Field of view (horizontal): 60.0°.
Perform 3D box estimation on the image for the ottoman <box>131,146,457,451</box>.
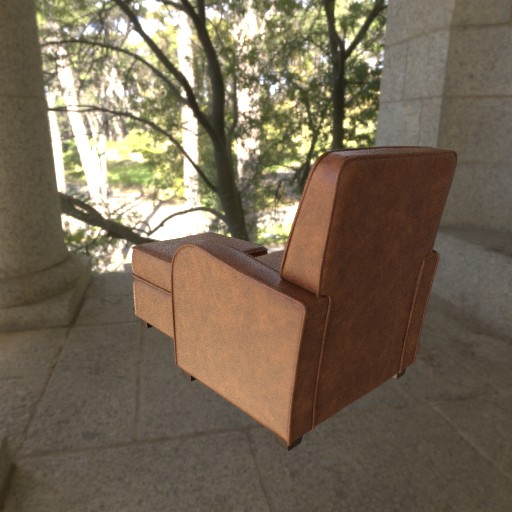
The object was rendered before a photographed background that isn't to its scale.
[{"bbox_3d":[0.000,0.000,1.831,0.732,0.904,1.314,-14,21,-40],"label":"ottoman"}]
